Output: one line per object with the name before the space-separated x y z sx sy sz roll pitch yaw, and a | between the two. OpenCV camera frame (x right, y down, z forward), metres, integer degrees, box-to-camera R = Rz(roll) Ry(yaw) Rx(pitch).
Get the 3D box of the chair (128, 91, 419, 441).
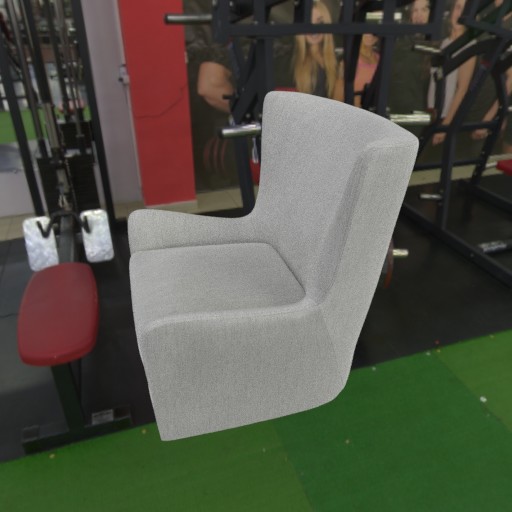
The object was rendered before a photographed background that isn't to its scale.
chair | 0.000 0.000 1.612 0.904 1.000 0.779 -9 31 -14
